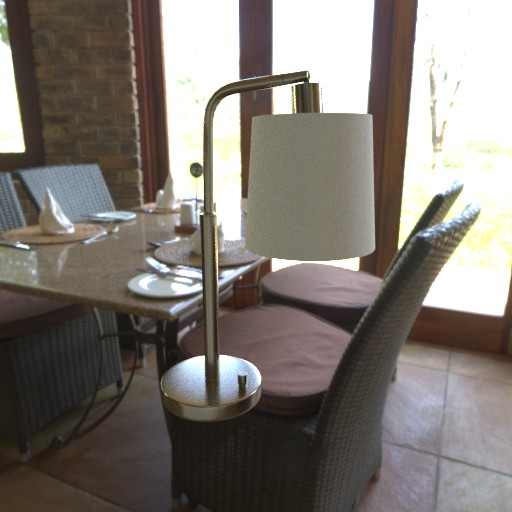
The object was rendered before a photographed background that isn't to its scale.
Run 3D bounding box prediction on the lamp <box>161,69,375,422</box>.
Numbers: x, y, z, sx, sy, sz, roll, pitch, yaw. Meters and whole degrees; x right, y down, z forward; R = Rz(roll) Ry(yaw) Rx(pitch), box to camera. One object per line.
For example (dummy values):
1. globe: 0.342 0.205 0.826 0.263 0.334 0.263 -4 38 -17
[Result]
1. lamp: 0.000 0.000 0.637 0.333 0.489 0.171 8 16 28
